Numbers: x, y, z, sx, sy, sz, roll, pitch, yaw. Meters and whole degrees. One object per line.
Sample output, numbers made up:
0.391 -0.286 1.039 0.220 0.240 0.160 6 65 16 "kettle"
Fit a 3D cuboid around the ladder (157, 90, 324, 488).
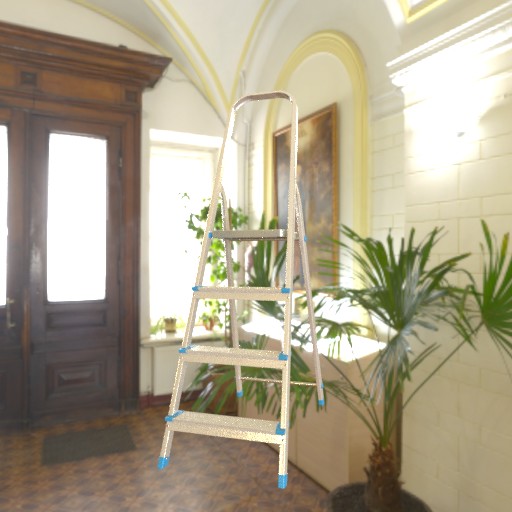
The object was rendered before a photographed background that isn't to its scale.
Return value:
0.000 0.000 1.831 0.445 1.434 0.842 0 0 17 "ladder"
